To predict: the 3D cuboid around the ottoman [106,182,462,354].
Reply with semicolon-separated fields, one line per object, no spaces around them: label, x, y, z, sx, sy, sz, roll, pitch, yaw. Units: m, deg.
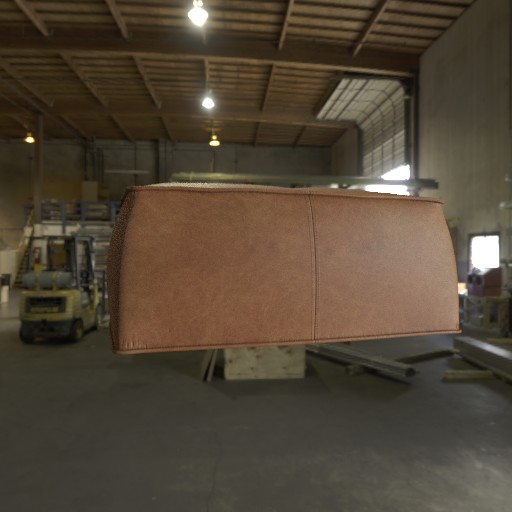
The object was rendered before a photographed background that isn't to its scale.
ottoman;0.000;0.000;1.419;0.902;0.395;0.901;0;0;-17
